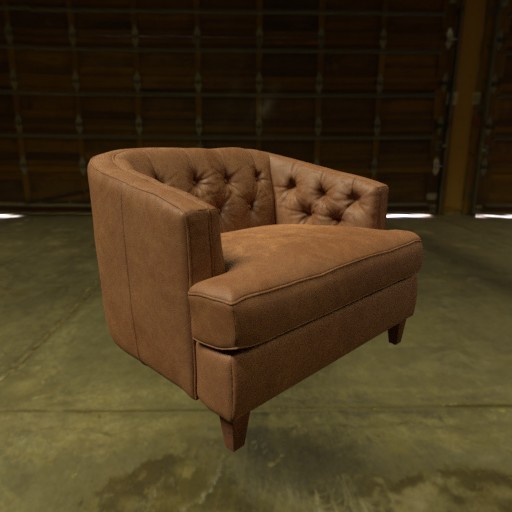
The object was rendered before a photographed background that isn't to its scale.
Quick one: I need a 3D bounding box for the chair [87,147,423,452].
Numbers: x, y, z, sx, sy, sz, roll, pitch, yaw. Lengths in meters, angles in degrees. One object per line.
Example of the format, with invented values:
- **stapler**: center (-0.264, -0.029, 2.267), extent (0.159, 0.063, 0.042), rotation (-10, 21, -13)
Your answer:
- **chair**: center (0.000, 0.000, 1.758), extent (0.911, 0.836, 1.119), rotation (13, 19, 42)
